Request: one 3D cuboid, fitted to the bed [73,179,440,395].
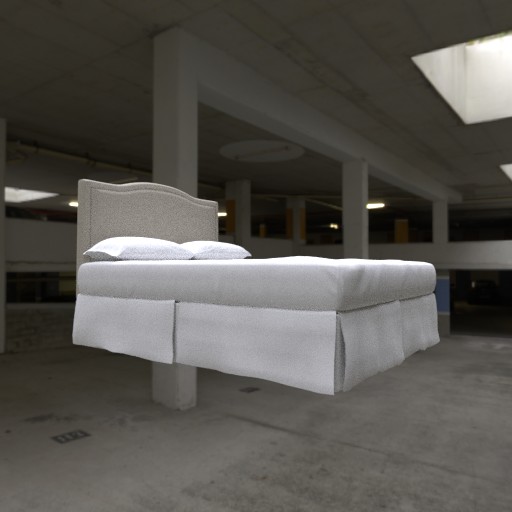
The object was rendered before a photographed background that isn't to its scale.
[{"bbox_3d":[0.000,0.000,3.655,2.477,1.437,1.977,-1,-1,36],"label":"bed"}]
